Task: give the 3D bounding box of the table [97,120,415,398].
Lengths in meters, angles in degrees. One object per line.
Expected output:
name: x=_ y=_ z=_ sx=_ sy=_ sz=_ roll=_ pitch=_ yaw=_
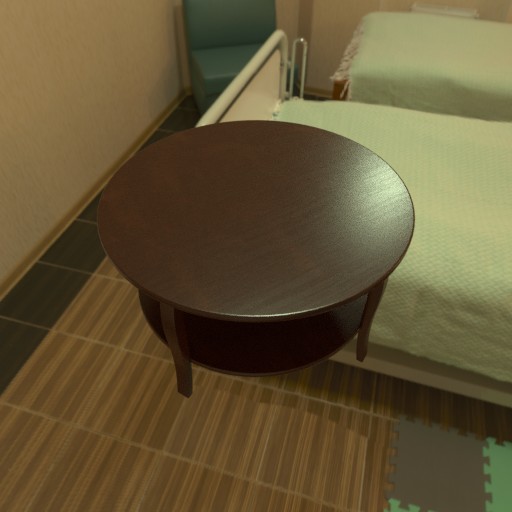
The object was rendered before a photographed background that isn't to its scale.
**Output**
table: x=0.000 y=0.000 z=1.486 sx=0.911 sy=0.512 sz=0.911 roll=0 pitch=44 yaw=0
